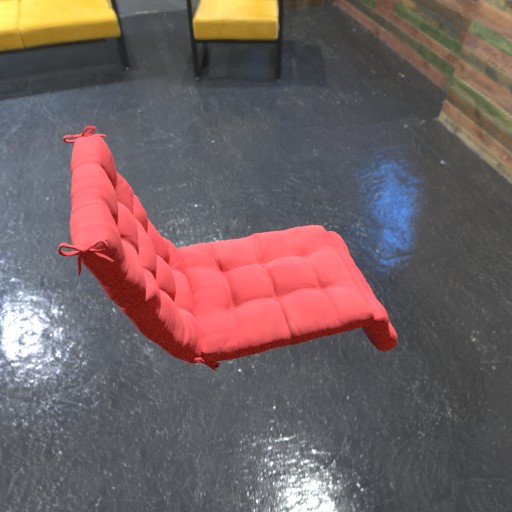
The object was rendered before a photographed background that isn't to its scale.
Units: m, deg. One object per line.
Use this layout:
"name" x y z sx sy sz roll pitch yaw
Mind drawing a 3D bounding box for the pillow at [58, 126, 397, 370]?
"pillow" 0.000 0.000 1.493 1.016 0.863 0.526 -11 47 -11
